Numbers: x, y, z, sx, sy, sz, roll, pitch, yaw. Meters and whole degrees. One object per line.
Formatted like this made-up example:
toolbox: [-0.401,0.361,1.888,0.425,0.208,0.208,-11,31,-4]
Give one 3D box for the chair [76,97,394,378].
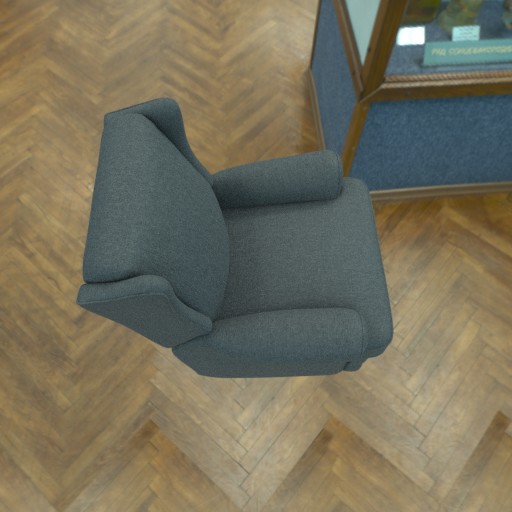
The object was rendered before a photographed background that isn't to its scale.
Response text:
chair: [0.000,0.000,1.681,0.969,1.011,0.847,-2,64,-1]
